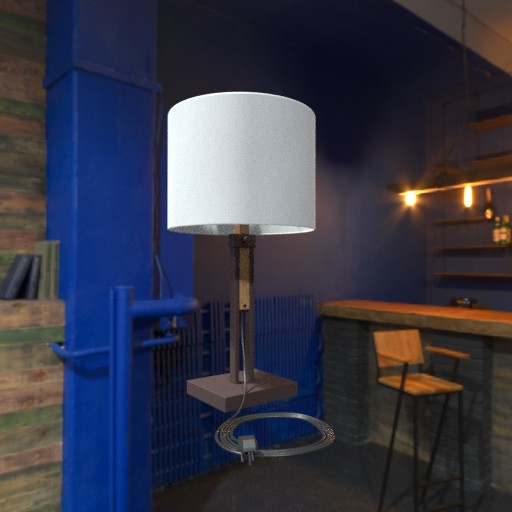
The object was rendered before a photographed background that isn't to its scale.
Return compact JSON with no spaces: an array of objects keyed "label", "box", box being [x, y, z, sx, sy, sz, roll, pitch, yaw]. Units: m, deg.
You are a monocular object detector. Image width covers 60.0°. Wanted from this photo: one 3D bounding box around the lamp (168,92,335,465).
[{"label":"lamp","box":[0.000,0.000,0.997,0.396,0.668,0.525,1,-1,-37]}]
